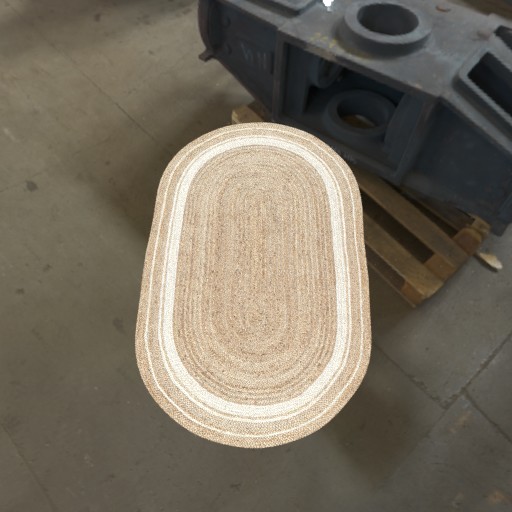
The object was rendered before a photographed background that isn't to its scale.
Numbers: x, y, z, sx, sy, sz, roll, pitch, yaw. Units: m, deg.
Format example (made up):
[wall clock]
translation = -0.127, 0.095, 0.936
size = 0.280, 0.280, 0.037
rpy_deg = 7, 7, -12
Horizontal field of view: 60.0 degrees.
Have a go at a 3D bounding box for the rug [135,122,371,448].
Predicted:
[rug]
translation = 0.000, 0.000, 3.052
size = 1.520, 0.006, 2.432
rpy_deg = 2, 63, 1
